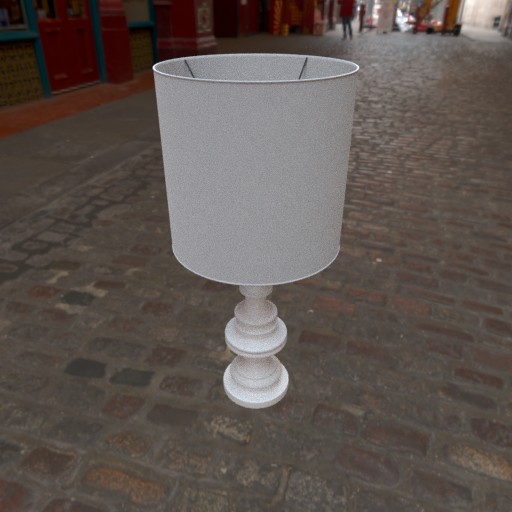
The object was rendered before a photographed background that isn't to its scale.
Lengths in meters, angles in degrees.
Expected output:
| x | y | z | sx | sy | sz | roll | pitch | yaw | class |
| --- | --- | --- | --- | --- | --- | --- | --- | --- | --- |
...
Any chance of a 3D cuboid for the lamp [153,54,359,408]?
| x | y | z | sx | sy | sz | roll | pitch | yaw | class |
| --- | --- | --- | --- | --- | --- | --- | --- | --- | --- |
| 0.000 | 0.000 | 0.571 | 0.208 | 0.455 | 0.208 | 9 | 31 | 15 | lamp |
